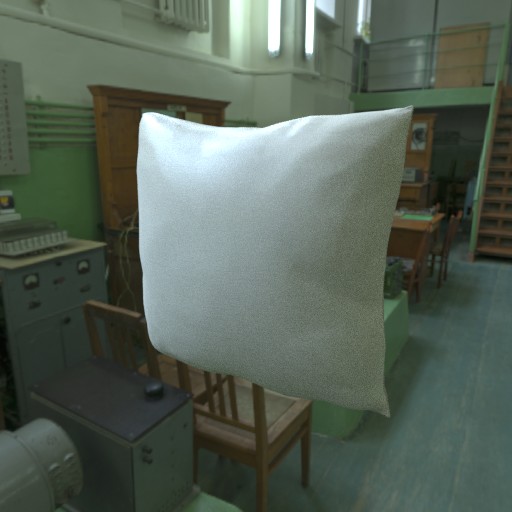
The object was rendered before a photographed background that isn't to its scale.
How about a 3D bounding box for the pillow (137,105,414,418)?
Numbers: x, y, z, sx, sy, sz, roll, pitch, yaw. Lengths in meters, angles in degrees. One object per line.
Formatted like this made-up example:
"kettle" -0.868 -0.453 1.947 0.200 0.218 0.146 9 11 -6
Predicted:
"pillow" 0.000 0.000 0.706 0.450 0.448 0.245 8 16 27
